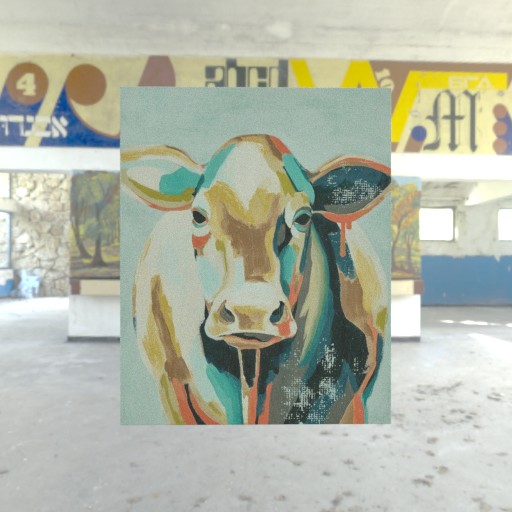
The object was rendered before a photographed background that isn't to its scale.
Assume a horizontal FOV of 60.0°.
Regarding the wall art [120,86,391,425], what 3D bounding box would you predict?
[{"bbox_3d":[0.000,0.000,0.686,0.409,0.509,0.037,0,0,-1],"label":"wall art"}]
